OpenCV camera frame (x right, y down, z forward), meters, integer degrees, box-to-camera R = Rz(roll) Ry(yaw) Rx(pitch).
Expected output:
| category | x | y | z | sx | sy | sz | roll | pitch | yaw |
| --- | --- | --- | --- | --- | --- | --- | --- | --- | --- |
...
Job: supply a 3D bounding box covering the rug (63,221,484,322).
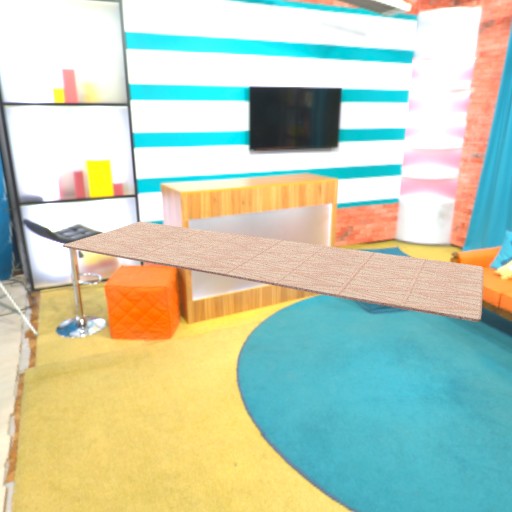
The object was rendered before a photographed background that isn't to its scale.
| category | x | y | z | sx | sy | sz | roll | pitch | yaw |
| --- | --- | --- | --- | --- | --- | --- | --- | --- | --- |
| rug | 0.000 | 0.000 | 2.645 | 2.435 | 0.015 | 0.760 | 9 | 20 | 25 |
